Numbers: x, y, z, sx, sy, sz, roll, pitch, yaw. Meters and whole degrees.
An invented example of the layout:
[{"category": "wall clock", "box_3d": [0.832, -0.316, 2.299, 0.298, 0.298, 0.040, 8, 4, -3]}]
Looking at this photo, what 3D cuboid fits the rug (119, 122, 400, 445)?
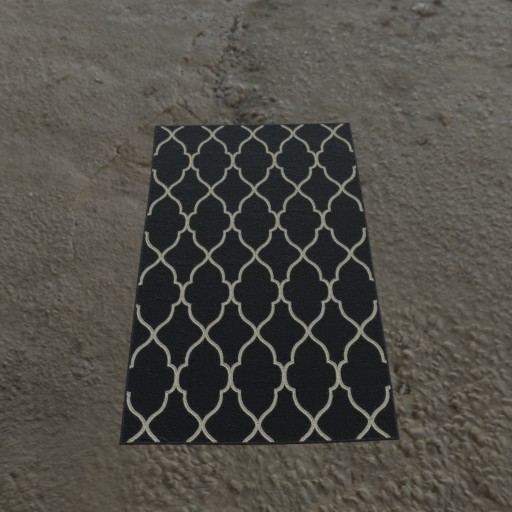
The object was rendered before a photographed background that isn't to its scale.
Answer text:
[{"category": "rug", "box_3d": [0.000, 0.000, 2.912, 1.526, 0.014, 2.290, -1, 63, -1]}]
